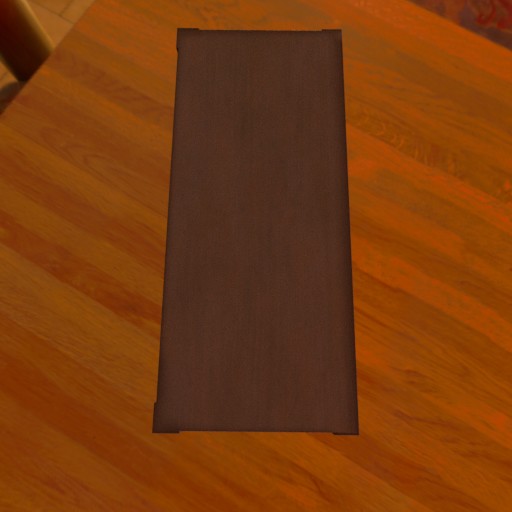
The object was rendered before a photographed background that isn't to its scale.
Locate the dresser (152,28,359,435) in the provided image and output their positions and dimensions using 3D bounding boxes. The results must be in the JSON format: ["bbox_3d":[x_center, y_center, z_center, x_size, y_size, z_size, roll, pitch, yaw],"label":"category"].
[{"bbox_3d":[0.000,0.000,1.574,0.463,0.986,1.049,1,76,0],"label":"dresser"}]
